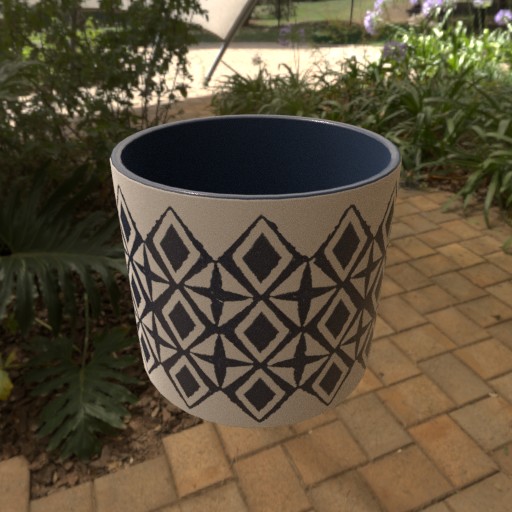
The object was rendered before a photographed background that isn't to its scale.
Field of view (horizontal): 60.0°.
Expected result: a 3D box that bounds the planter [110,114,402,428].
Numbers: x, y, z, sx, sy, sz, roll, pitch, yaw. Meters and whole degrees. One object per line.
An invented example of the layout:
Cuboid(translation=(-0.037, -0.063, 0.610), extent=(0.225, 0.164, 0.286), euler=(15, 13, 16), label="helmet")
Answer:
Cuboid(translation=(0.000, 0.000, 0.401), extent=(0.224, 0.203, 0.224), euler=(0, 30, 0), label="planter")
